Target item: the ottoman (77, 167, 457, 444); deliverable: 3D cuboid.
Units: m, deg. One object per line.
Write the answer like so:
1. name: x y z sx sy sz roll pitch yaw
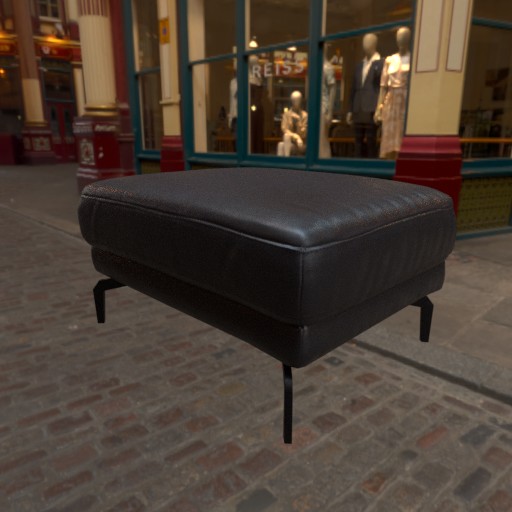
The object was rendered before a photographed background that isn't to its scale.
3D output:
1. ottoman: 0.000 0.000 1.079 0.764 0.402 0.570 16 22 43
